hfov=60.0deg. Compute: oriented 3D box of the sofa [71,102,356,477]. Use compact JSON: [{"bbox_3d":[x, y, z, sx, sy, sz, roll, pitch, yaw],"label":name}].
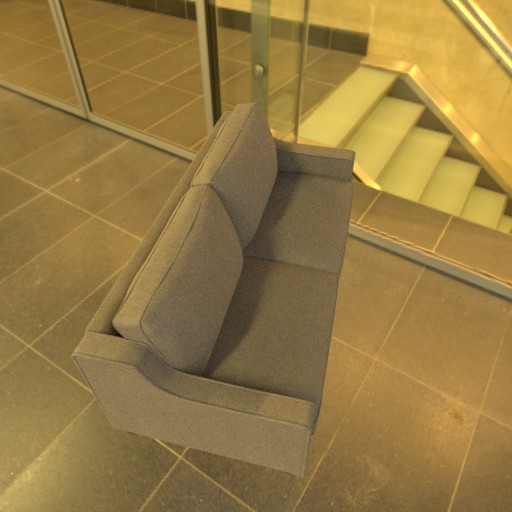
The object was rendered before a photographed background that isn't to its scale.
[{"bbox_3d":[0.000,0.000,2.753,1.073,1.074,2.181,10,46,10],"label":"sofa"}]
